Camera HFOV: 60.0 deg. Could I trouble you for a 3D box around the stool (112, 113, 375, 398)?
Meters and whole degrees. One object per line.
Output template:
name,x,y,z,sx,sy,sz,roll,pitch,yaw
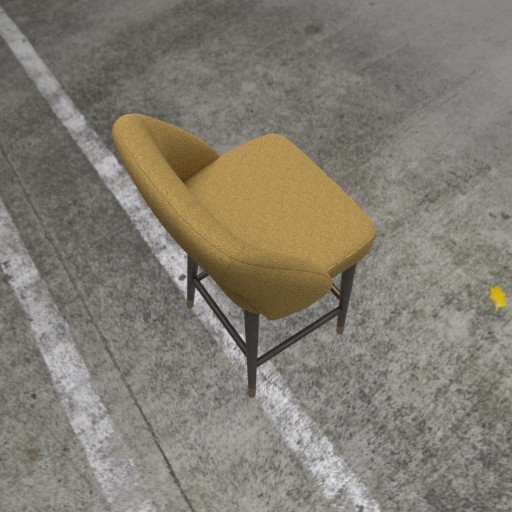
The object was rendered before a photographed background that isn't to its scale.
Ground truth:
stool,0.000,0.000,1.320,0.522,1.032,0.536,-31,64,-18
